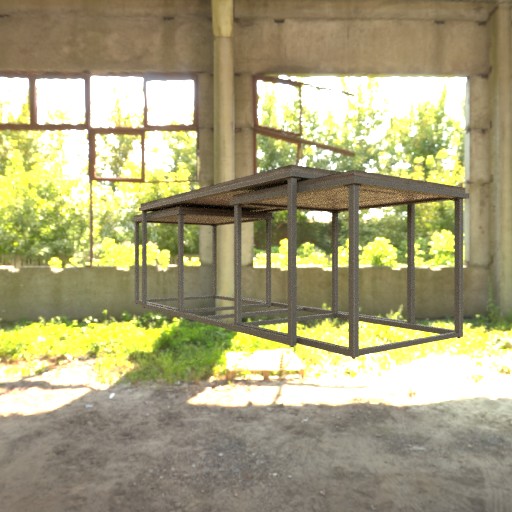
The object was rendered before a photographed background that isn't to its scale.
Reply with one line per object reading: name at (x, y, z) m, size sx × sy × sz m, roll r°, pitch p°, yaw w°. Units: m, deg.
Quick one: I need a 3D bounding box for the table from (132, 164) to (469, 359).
table at (0.000, 0.000, 1.562) m, size 0.489 × 0.427 × 1.312 m, roll 0°, pitch 0°, yaw -35°
